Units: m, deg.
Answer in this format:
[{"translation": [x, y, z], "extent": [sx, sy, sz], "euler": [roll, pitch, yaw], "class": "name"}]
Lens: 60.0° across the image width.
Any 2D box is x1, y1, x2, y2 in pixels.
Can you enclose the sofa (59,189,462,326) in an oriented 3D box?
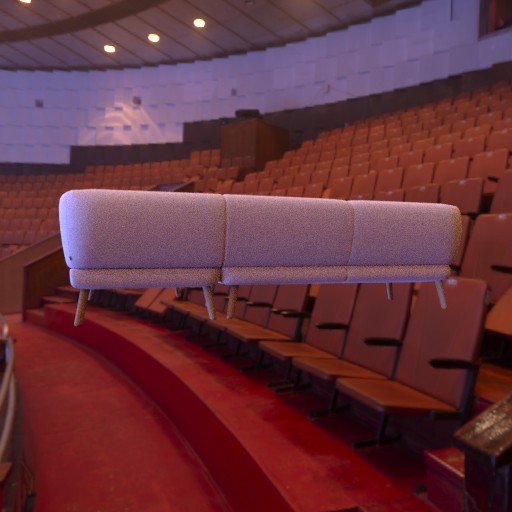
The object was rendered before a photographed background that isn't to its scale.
[{"translation": [0.000, 0.000, 3.355], "extent": [2.660, 0.730, 1.610], "euler": [0, 0, -18], "class": "sofa"}]
